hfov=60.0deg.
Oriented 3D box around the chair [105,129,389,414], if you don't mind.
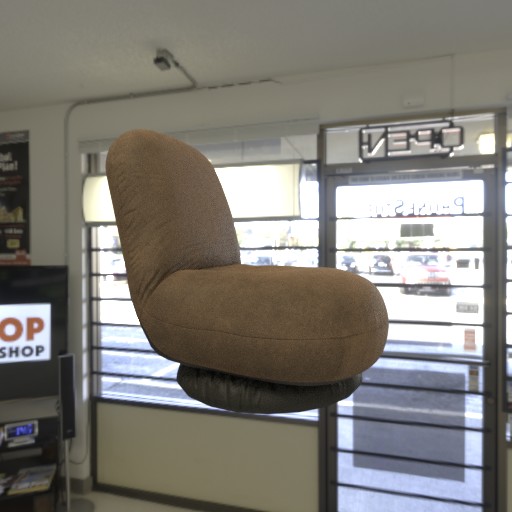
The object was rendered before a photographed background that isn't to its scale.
[{"bbox_3d":[0.000,0.000,1.039,0.597,0.594,0.521,0,1,20],"label":"chair"}]
